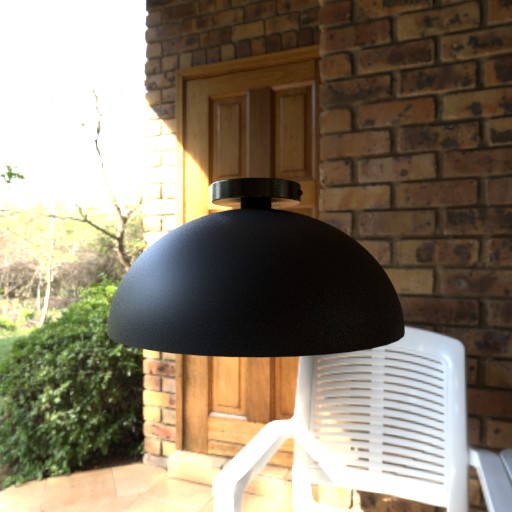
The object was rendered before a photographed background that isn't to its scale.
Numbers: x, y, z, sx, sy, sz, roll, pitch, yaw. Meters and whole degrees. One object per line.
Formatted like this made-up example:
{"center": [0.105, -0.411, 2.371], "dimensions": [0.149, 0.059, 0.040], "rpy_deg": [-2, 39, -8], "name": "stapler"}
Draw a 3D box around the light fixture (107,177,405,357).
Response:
{"center": [0.000, 0.000, 0.558], "dimensions": [0.355, 0.177, 0.355], "rpy_deg": [0, -1, 0], "name": "light fixture"}
